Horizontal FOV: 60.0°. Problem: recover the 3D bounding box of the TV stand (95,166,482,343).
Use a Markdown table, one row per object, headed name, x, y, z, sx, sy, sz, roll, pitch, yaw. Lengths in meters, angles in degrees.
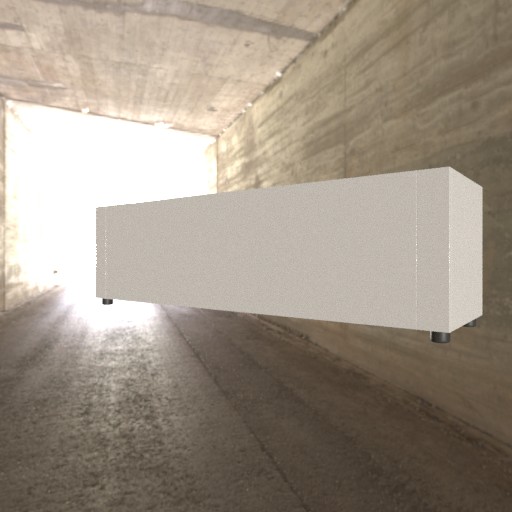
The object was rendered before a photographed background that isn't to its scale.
| name | x | y | z | sx | sy | sz | roll | pitch | yaw |
| --- | --- | --- | --- | --- | --- | --- | --- | --- | --- |
| TV stand | 0.000 | 0.000 | 1.702 | 1.500 | 0.440 | 0.410 | 0 | 0 | 37 |
